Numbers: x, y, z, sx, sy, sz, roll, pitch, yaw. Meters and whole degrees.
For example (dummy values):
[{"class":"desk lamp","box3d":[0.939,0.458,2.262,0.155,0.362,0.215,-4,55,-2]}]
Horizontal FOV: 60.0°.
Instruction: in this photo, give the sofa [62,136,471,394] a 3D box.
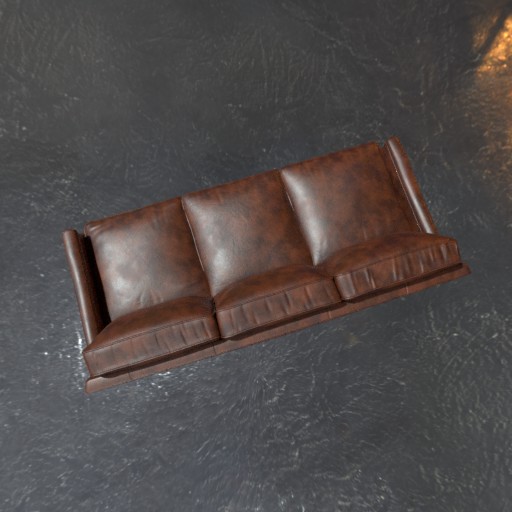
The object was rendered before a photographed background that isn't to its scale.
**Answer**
[{"class":"sofa","box3d":[0.000,0.000,2.815,2.240,1.003,1.084,-17,76,-4]}]
